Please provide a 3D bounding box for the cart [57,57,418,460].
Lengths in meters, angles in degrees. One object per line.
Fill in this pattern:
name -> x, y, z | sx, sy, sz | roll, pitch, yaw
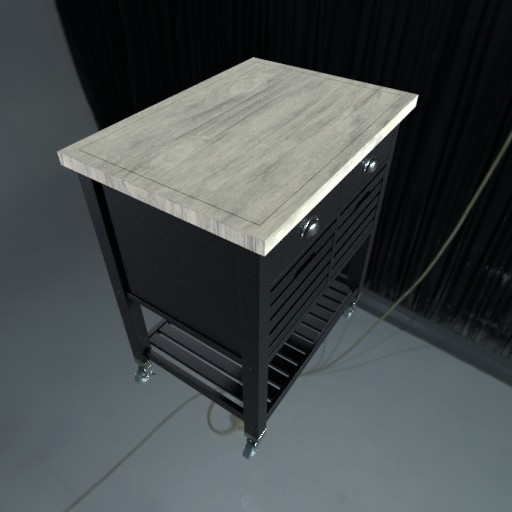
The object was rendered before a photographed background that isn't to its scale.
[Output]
cart -> 0.000, 0.000, 1.433 | 0.567, 0.920, 0.797 | 24, 47, 25
